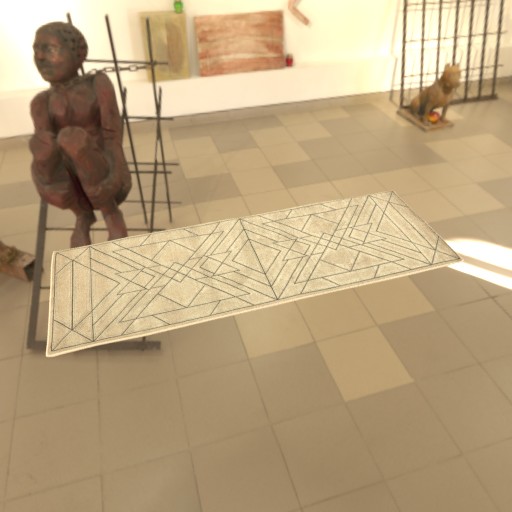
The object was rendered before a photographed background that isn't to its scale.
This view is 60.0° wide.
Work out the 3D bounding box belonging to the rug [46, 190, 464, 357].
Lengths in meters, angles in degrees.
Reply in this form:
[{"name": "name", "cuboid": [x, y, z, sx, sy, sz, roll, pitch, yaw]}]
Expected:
[{"name": "rug", "cuboid": [0.000, 0.000, 2.705, 2.381, 0.036, 0.831, -11, 42, -13]}]
